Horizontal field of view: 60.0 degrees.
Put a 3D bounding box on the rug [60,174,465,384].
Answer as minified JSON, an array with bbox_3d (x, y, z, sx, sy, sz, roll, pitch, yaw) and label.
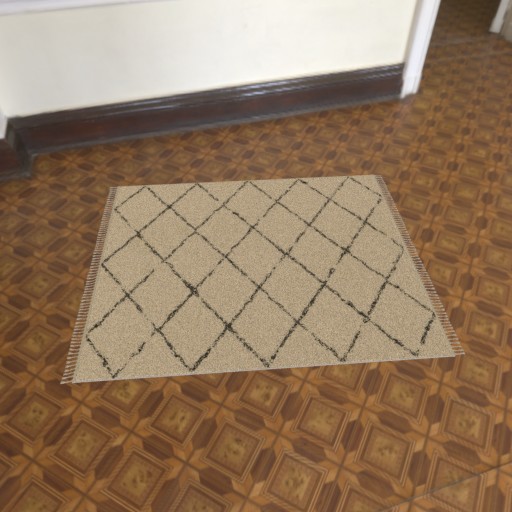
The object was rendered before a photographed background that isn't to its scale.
[{"bbox_3d":[0.000,0.000,4.147,3.051,0.013,2.380,-3,46,-3],"label":"rug"}]
